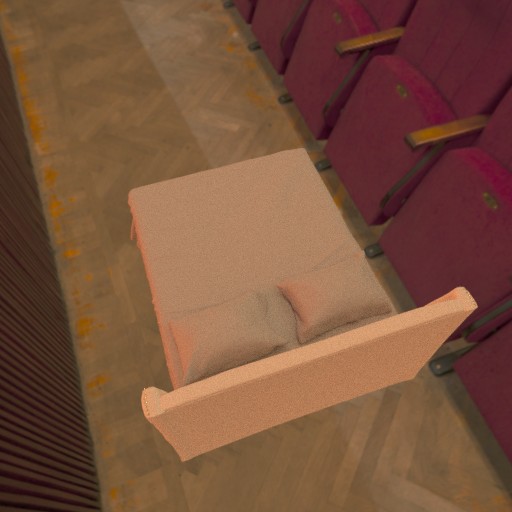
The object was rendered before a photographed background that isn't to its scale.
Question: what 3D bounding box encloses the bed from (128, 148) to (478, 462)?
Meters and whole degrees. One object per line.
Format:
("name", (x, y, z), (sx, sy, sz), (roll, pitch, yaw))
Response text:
("bed", (0.000, 0.000, 3.450), (1.925, 1.332, 2.276), (-16, 58, -10))
